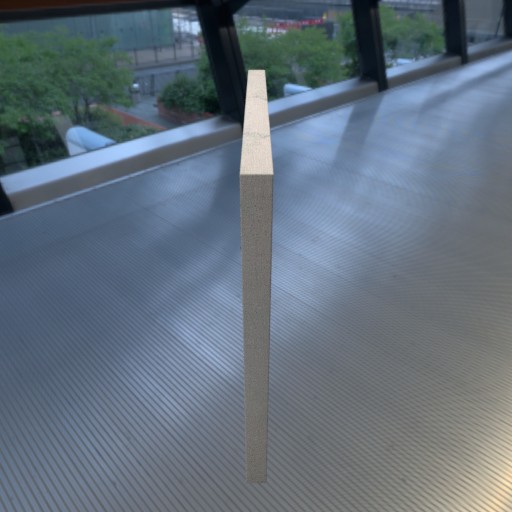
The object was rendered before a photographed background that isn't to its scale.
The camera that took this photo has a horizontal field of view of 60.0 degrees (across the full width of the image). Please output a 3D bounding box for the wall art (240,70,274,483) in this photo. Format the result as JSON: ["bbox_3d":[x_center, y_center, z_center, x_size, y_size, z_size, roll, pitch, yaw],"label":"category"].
[{"bbox_3d":[0.000,0.000,0.915,0.040,0.612,0.612,0,33,0],"label":"wall art"}]
